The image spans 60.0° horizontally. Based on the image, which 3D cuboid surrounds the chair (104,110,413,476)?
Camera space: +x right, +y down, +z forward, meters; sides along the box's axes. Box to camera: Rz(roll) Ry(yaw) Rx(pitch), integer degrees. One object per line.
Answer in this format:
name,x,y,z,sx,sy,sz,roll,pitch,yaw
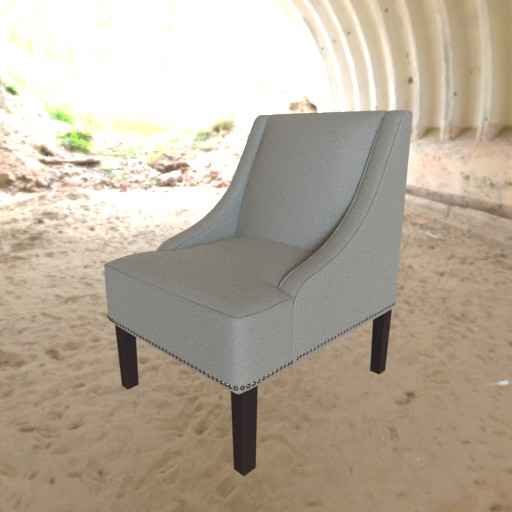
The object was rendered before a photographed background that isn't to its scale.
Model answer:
chair,0.000,0.000,1.370,0.610,0.864,0.737,15,21,42
